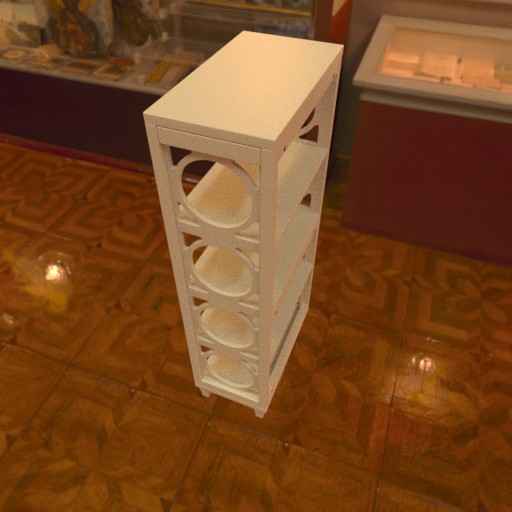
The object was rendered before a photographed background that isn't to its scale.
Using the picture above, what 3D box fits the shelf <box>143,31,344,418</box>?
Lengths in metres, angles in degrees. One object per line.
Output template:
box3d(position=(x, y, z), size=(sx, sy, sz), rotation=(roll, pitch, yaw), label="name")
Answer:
box3d(position=(0.000, 0.000, 1.716), size=(0.340, 1.411, 0.611), rotation=(16, 47, 15), label="shelf")
